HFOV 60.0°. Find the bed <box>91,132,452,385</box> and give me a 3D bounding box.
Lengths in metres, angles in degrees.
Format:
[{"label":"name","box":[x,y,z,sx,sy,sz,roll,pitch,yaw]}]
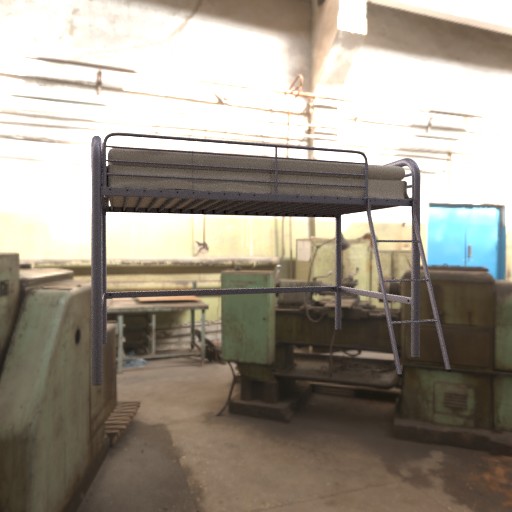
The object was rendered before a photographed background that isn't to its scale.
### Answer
[{"label":"bed","box":[0.000,0.000,2.866,1.965,1.288,1.415,0,1,-18]}]
